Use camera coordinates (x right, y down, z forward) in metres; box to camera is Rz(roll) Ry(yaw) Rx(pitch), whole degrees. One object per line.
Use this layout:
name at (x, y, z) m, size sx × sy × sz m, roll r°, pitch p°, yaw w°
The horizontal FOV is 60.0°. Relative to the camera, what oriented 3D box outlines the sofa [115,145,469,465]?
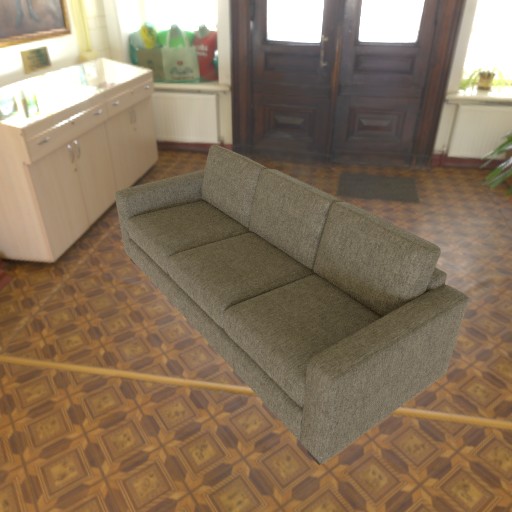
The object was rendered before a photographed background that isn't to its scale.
sofa at (0.000, 0.000, 2.635) m, size 0.900 × 0.800 × 2.160 m, roll -21°, pitch 37°, yaw -30°
